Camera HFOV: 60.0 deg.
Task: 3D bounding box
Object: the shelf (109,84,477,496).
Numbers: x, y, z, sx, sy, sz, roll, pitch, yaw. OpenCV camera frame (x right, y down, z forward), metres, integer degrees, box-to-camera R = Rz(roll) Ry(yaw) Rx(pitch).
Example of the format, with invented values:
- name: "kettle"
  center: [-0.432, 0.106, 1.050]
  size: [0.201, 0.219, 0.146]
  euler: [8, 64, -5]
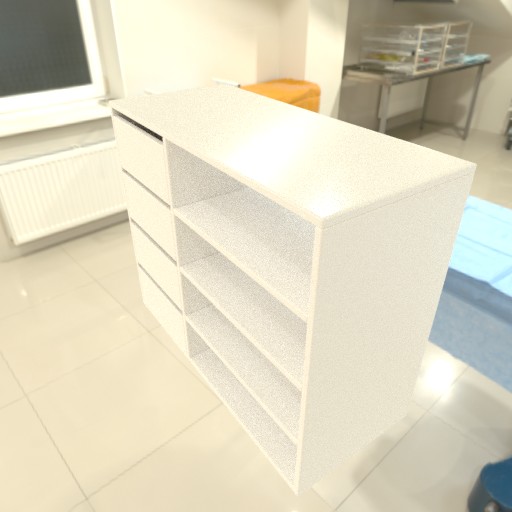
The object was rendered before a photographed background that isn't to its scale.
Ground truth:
- name: "shelf"
  center: [0.000, 0.000, 1.248]
  size: [0.396, 0.732, 0.895]
  euler: [-21, 38, -29]
